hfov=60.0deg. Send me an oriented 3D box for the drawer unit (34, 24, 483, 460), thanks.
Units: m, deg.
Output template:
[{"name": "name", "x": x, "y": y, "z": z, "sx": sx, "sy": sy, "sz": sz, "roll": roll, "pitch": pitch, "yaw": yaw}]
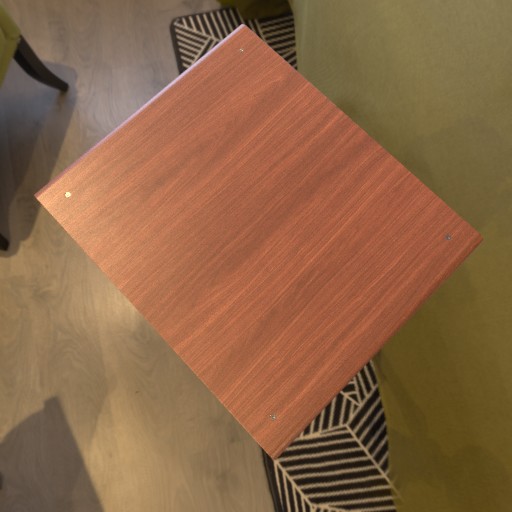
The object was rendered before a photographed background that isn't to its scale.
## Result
[{"name": "drawer unit", "x": 0.000, "y": 0.000, "z": 0.610, "sx": 0.290, "sy": 0.351, "sz": 0.349, "roll": -43, "pitch": 81, "yaw": -9}]
